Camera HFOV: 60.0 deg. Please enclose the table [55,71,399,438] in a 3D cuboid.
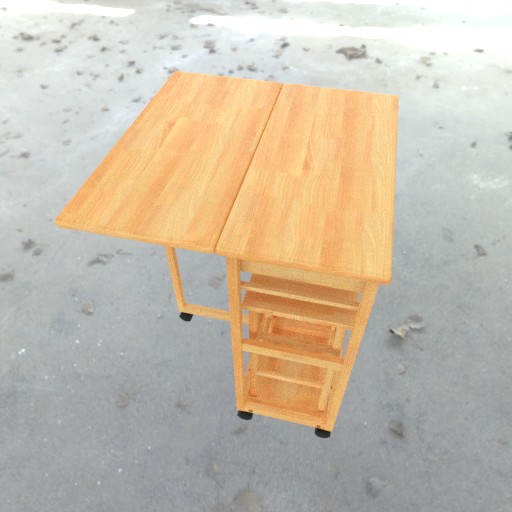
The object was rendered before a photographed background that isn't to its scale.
[{"bbox_3d":[0.000,0.000,1.422,0.693,0.832,0.752,10,48,9],"label":"table"}]
